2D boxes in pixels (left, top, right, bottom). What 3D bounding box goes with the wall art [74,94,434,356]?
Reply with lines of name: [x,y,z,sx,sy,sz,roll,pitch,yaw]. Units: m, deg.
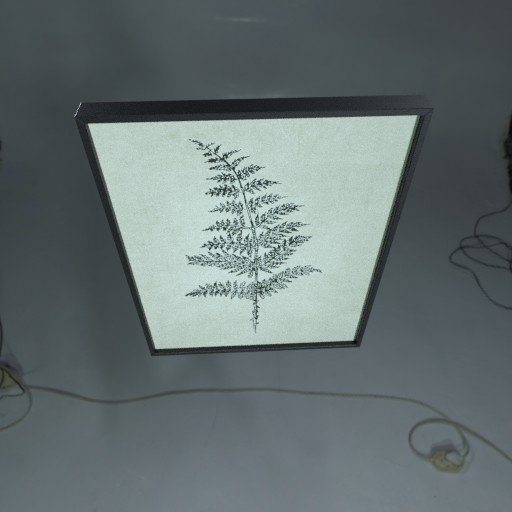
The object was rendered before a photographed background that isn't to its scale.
wall art: [0.000,0.000,0.766,0.449,0.555,0.039,-2,46,-2]
